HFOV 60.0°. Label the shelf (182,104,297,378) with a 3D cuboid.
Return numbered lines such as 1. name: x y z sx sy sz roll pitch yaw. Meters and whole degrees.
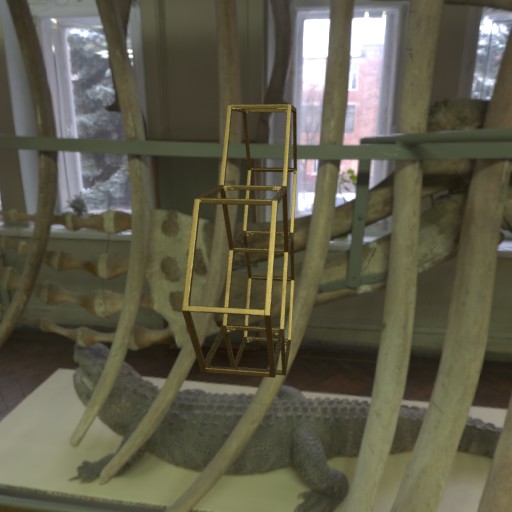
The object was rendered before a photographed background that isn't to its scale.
1. shelf: 0.000 0.000 1.075 0.150 0.701 0.708 2 16 8
